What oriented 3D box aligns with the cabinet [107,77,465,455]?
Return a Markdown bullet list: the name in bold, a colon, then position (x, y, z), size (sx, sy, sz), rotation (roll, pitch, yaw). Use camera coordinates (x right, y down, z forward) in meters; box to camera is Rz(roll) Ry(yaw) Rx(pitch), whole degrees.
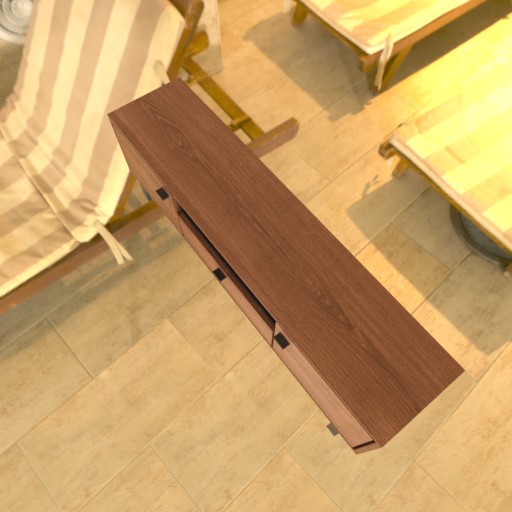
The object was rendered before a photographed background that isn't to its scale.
- **cabinet**: position (0.000, 0.000, 1.863), size (0.400, 0.500, 1.650), rotation (-34, 68, -16)
